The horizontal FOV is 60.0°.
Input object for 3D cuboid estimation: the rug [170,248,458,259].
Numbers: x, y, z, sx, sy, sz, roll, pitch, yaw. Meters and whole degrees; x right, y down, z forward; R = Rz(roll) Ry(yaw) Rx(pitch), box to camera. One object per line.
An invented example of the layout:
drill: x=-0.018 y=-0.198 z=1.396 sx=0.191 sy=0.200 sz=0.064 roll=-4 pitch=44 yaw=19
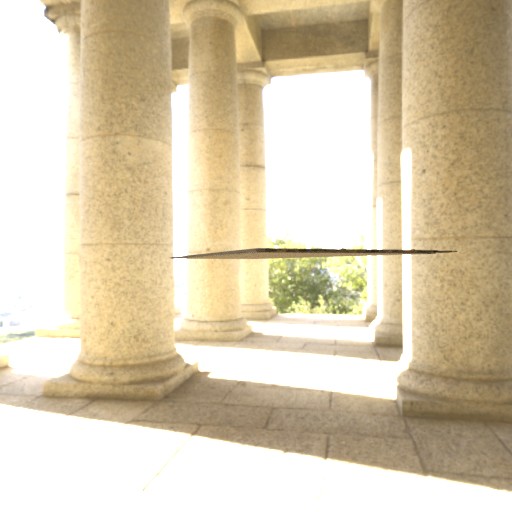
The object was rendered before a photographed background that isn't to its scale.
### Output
rug: x=0.000 y=0.000 z=2.609 sx=0.729 sy=0.021 sz=2.438 roll=0 pitch=-1 yaw=-18
